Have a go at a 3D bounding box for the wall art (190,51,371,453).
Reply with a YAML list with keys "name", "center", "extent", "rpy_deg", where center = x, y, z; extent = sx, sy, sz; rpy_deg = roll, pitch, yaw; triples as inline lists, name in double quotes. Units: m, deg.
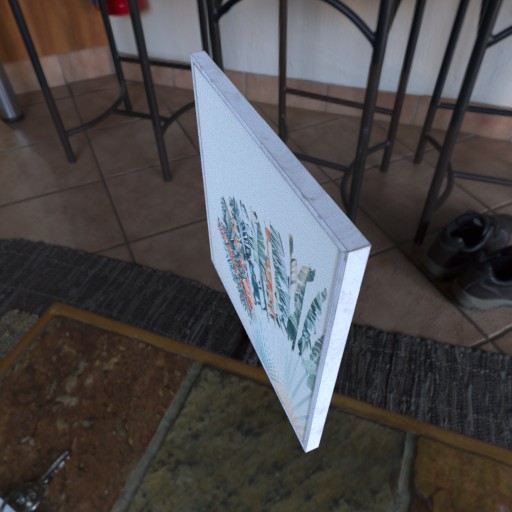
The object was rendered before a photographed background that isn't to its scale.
- name: "wall art"
  center: [0.000, 0.000, 1.147]
  extent: [0.038, 0.757, 0.760]
  rpy_deg: [-17, 48, -16]
